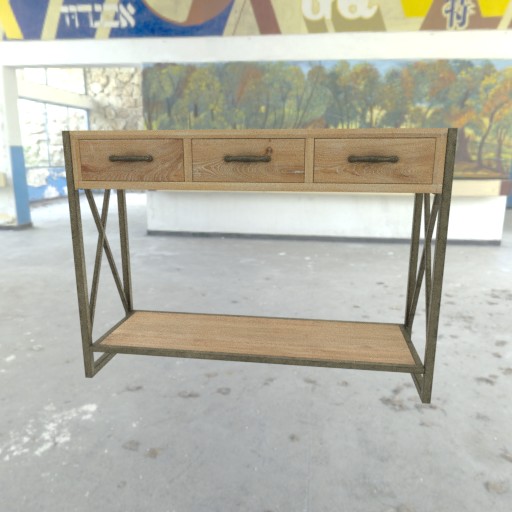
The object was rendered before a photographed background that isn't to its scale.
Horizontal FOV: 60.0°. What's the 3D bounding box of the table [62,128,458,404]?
[{"bbox_3d":[0.000,0.000,1.414,1.059,0.763,0.361,2,13,8],"label":"table"}]
